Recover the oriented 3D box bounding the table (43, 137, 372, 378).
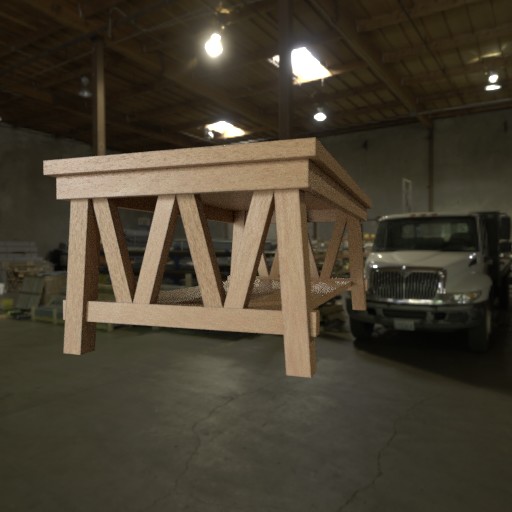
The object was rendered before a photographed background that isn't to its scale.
[{"bbox_3d":[0.000,0.000,1.625,0.711,0.507,1.270,0,1,20],"label":"table"}]
